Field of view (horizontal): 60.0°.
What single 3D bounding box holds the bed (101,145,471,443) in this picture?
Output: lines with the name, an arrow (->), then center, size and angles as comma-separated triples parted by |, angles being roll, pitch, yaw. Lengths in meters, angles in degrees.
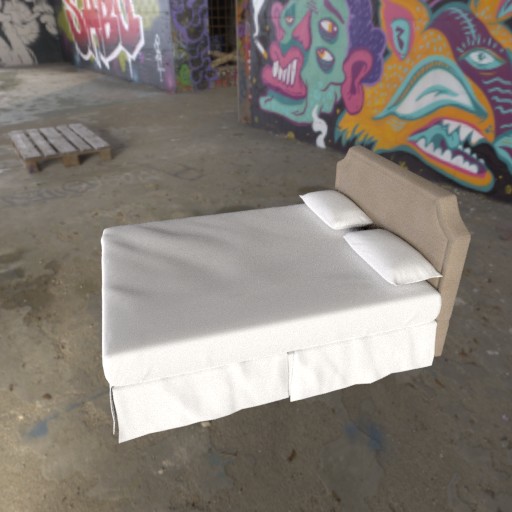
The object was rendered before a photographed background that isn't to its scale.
bed -> 0.000, 0.000, 3.609 | 2.498, 1.293, 1.977 | -8, 30, -15
